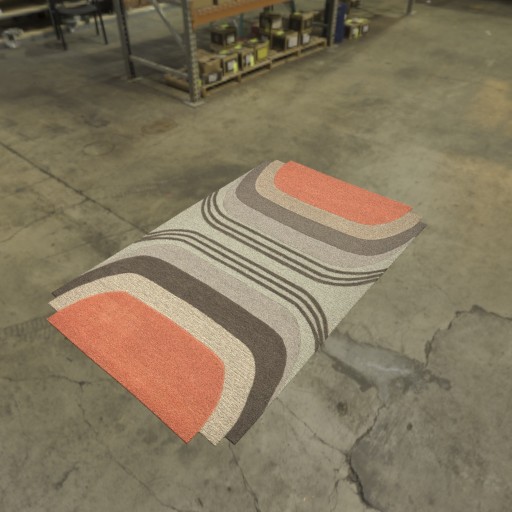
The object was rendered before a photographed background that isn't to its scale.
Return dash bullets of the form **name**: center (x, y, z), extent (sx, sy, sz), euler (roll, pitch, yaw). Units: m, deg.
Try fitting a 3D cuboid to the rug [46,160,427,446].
- **rug**: center (0.000, 0.000, 3.033), extent (1.530, 0.017, 2.446), euler (28, 48, 29)
